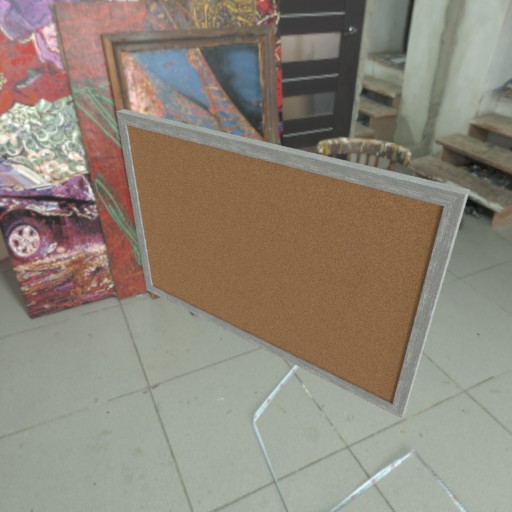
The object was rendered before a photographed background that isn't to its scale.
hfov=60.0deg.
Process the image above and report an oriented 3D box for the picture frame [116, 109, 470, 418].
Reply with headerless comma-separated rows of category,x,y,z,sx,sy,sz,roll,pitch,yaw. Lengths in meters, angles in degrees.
picture frame,0.000,0.000,1.218,0.950,0.640,0.029,21,39,29
